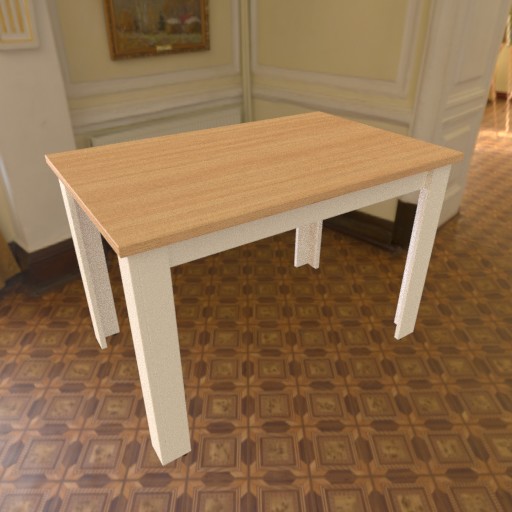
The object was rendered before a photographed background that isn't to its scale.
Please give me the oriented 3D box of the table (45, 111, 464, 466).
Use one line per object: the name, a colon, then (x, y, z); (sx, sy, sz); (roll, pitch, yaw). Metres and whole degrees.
table: (0.000, 0.000, 1.560); (1.100, 0.734, 0.700); (-18, 35, -28)
